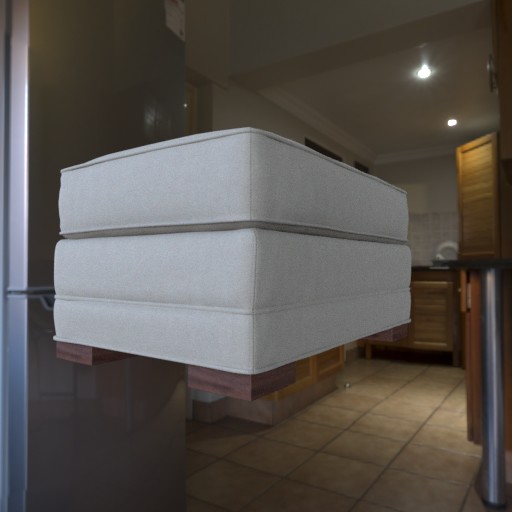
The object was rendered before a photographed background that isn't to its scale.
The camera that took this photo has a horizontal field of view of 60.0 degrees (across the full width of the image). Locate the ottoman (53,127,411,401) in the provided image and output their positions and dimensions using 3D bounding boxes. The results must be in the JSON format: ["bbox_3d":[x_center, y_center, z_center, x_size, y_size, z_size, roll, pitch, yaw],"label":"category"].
[{"bbox_3d":[0.000,0.000,1.201,0.611,0.482,0.848,-1,-1,36],"label":"ottoman"}]
